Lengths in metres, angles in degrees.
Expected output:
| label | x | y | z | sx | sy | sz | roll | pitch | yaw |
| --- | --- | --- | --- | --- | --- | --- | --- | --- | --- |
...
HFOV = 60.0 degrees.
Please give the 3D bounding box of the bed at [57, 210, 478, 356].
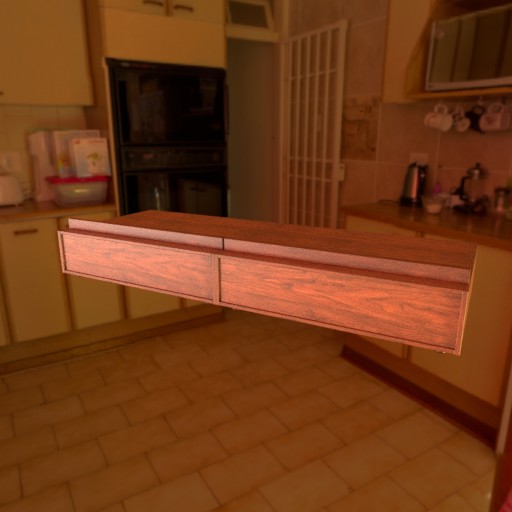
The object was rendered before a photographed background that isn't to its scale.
| label | x | y | z | sx | sy | sz | roll | pitch | yaw |
| --- | --- | --- | --- | --- | --- | --- | --- | --- | --- |
| bed | 0.000 | 0.000 | 2.338 | 2.057 | 0.326 | 0.787 | 8 | 18 | 27 |
